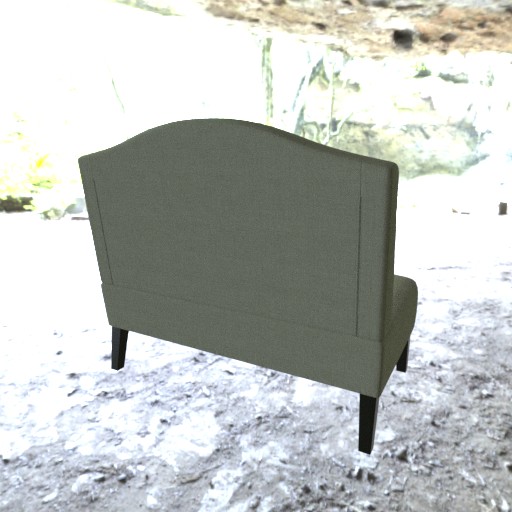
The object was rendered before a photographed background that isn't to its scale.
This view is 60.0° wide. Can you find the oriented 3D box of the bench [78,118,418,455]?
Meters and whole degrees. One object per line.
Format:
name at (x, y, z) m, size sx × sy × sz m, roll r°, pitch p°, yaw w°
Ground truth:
bench at (0.000, 0.000, 2.027) m, size 1.335 × 1.180 × 0.815 m, roll 8°, pitch 17°, yaw 28°
